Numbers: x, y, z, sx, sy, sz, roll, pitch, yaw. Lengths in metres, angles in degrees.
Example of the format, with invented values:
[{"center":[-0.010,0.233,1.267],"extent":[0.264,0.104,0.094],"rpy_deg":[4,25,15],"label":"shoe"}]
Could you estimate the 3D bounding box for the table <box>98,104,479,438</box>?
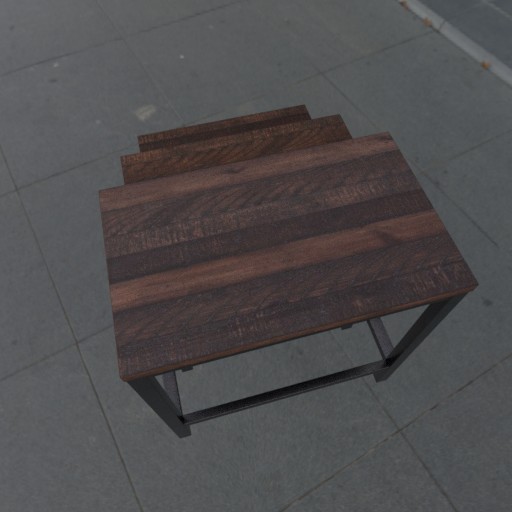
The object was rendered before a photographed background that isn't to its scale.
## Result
[{"center":[0.000,0.000,1.139],"extent":[0.608,0.616,0.660],"rpy_deg":[-13,60,-8],"label":"table"}]
